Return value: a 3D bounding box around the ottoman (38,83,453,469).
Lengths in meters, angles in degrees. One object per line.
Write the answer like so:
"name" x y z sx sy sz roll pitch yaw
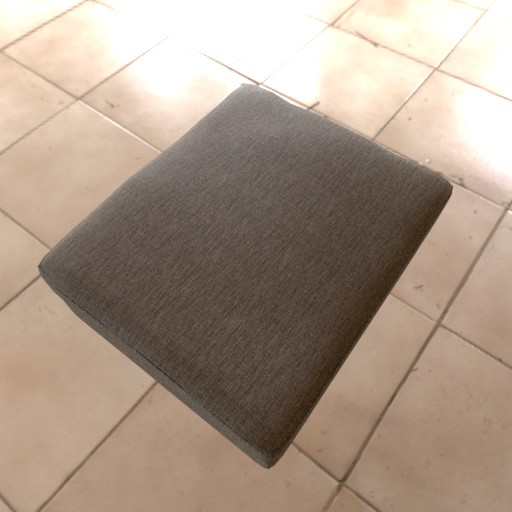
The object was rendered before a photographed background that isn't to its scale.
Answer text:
"ottoman" 0.000 0.000 1.457 0.839 0.492 0.994 33 64 18
